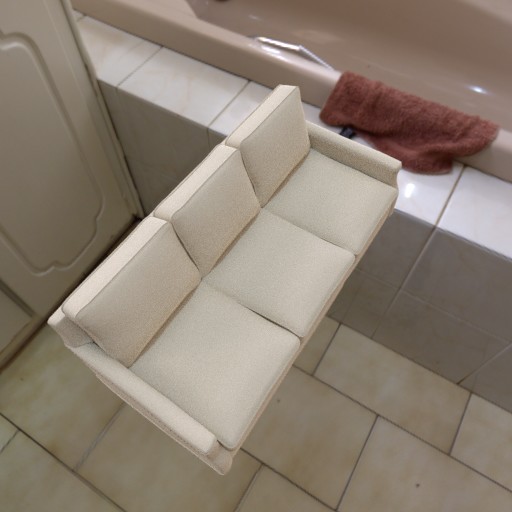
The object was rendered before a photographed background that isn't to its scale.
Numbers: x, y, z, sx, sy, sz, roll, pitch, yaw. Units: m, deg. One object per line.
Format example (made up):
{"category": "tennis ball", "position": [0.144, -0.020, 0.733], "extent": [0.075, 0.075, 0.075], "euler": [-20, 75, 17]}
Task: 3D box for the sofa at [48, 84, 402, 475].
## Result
{"category": "sofa", "position": [0.000, 0.000, 2.805], "extent": [1.084, 1.003, 2.246], "euler": [30, 63, 17]}
